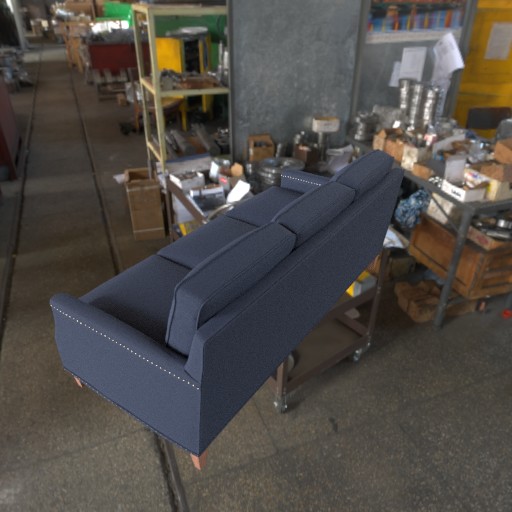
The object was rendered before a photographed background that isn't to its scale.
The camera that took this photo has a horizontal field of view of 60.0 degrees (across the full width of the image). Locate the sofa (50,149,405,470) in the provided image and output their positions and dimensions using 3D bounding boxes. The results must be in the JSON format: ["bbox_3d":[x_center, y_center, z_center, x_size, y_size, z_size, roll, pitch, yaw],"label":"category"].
[{"bbox_3d":[0.000,0.000,2.792,1.084,1.003,2.246,20,37,29],"label":"sofa"}]
